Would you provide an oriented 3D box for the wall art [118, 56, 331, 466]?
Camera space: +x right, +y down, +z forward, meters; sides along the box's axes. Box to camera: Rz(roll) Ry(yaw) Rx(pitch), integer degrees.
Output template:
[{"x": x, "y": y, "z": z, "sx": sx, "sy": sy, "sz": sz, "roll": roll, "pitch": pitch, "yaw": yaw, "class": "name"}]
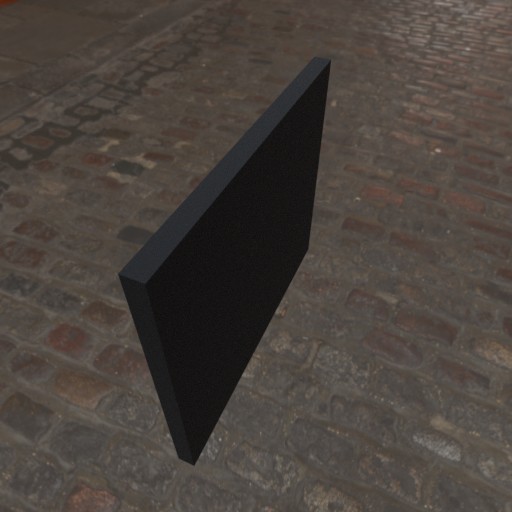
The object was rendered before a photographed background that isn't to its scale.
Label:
[{"x": 0.000, "y": 0.000, "z": 0.749, "sx": 0.031, "sy": 0.457, "sz": 0.558, "roll": 18, "pitch": 48, "yaw": 17, "class": "wall art"}]
